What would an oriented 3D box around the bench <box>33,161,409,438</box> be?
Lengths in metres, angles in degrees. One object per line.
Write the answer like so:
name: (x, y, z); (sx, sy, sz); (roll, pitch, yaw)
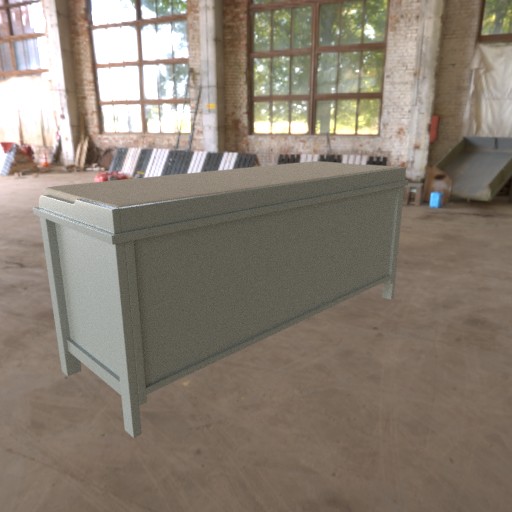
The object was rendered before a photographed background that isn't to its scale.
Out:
bench: (0.000, 0.000, 1.389); (1.140, 0.501, 0.398); (-16, 23, -42)
